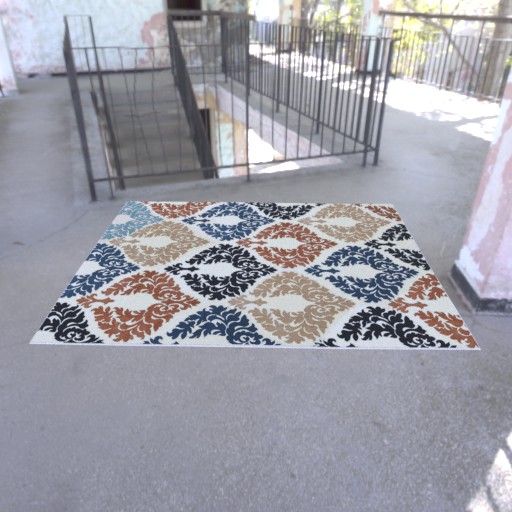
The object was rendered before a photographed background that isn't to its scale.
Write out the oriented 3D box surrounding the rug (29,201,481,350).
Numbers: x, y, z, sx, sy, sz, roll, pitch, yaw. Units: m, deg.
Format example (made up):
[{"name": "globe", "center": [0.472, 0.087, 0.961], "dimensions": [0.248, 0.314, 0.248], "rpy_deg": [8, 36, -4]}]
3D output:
[{"name": "rug", "center": [0.000, 0.000, 4.010], "dimensions": [3.040, 0.014, 2.423], "rpy_deg": [1, 30, 1]}]
